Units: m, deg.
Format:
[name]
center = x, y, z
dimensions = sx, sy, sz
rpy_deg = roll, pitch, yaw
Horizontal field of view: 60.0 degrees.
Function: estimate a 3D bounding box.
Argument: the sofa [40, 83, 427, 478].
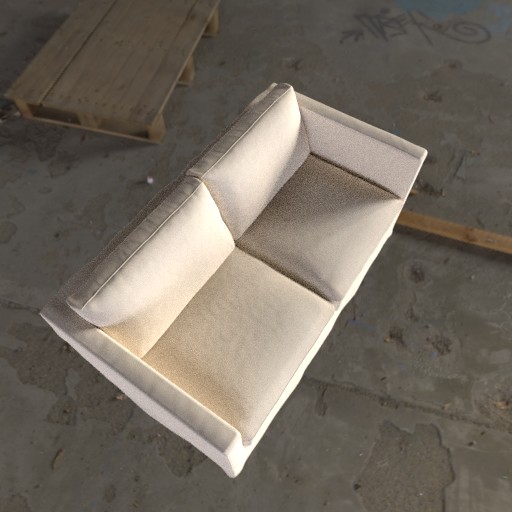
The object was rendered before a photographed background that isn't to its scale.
[sofa]
center = 0.000, 0.000, 2.238
dimensions = 0.962, 0.834, 1.746
rpy_deg = 30, 64, 17
